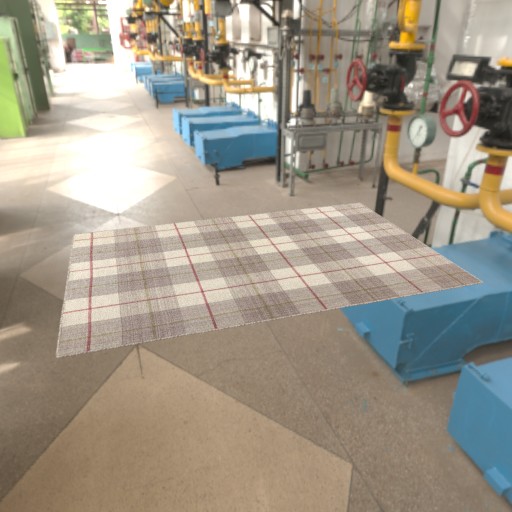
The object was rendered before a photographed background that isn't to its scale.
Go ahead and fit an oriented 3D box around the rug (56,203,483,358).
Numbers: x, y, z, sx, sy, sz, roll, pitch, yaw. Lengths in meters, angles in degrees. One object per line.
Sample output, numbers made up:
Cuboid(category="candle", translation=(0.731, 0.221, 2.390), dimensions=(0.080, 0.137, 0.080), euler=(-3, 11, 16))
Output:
Cuboid(category="rug", translation=(0.000, 0.000, 3.072), dimensions=(2.464, 0.010, 1.549), euler=(-8, 27, -15))
